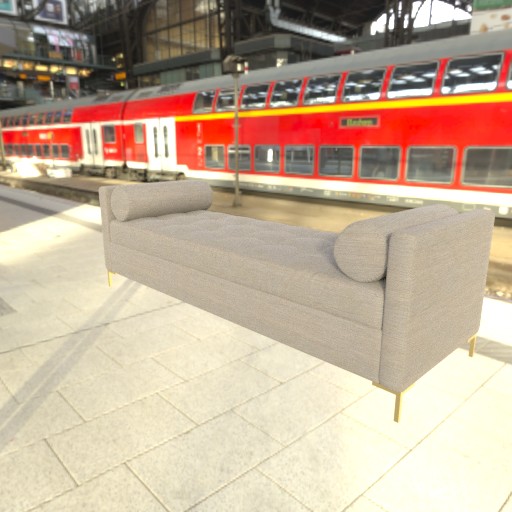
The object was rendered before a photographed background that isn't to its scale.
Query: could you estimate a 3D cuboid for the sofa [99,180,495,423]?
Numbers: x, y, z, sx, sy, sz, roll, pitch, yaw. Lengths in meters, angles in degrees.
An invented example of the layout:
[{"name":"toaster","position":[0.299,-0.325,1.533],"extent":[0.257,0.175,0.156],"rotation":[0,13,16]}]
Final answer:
[{"name":"sofa","position":[0.000,0.000,2.252],"extent":[0.686,0.635,1.981],"rotation":[-14,20,-43]}]
